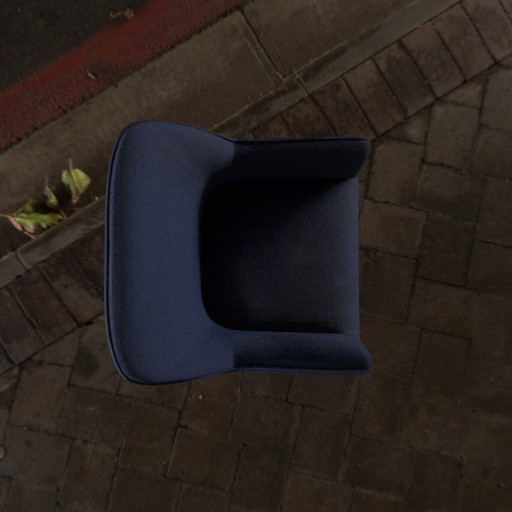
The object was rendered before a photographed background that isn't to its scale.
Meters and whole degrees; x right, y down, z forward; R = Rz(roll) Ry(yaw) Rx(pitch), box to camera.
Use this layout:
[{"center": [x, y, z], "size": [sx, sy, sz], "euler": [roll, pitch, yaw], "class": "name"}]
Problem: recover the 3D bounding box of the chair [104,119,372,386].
[{"center": [0.000, 0.000, 1.260], "size": [0.600, 0.820, 0.600], "euler": [0, 88, -1], "class": "chair"}]
